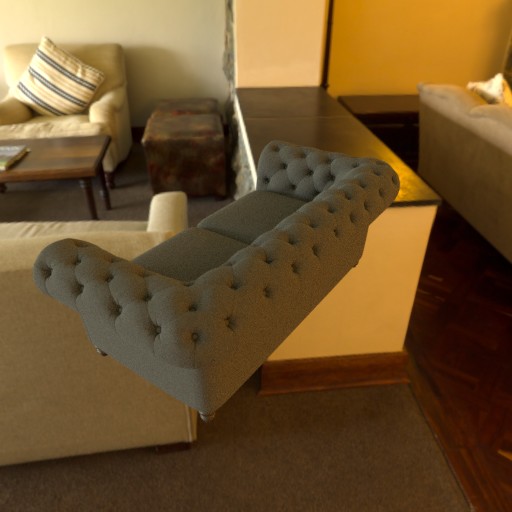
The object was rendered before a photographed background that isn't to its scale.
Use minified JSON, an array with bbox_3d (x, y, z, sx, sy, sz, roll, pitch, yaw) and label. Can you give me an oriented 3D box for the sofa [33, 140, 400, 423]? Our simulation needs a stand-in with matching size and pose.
[{"bbox_3d":[0.000,0.000,2.478,0.986,0.764,1.998,21,37,29],"label":"sofa"}]
